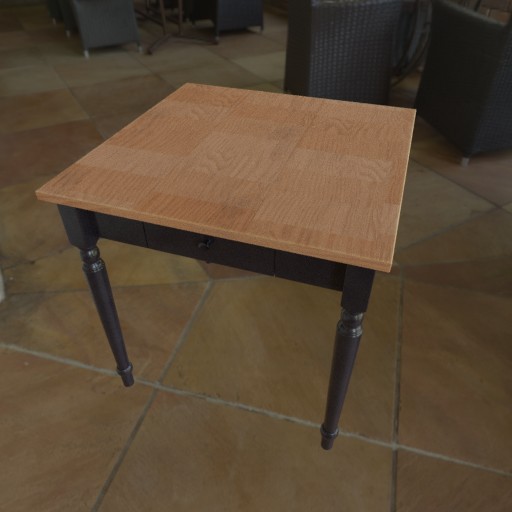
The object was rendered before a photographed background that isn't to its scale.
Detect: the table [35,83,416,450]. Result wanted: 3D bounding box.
[{"bbox_3d":[0.000,0.000,1.362,0.747,0.738,0.747,12,41,14],"label":"table"}]
